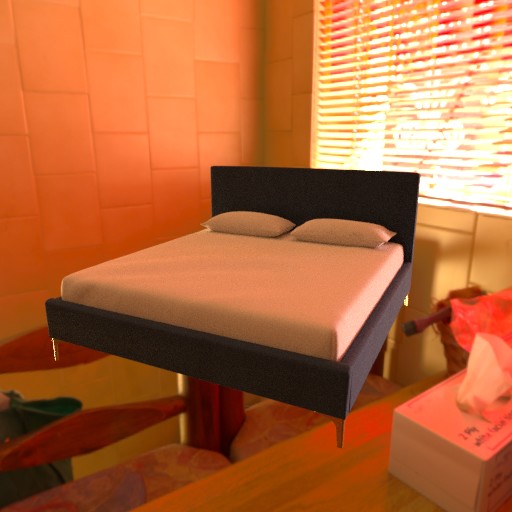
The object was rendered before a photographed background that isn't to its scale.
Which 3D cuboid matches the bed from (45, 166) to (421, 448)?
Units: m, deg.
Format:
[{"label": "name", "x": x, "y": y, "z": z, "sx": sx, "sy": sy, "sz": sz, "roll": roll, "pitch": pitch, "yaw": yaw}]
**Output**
[{"label": "bed", "x": 0.000, "y": 0.000, "z": 3.454, "sx": 2.096, "sy": 1.231, "sz": 2.232, "roll": 7, "pitch": 17, "yaw": 26}]
